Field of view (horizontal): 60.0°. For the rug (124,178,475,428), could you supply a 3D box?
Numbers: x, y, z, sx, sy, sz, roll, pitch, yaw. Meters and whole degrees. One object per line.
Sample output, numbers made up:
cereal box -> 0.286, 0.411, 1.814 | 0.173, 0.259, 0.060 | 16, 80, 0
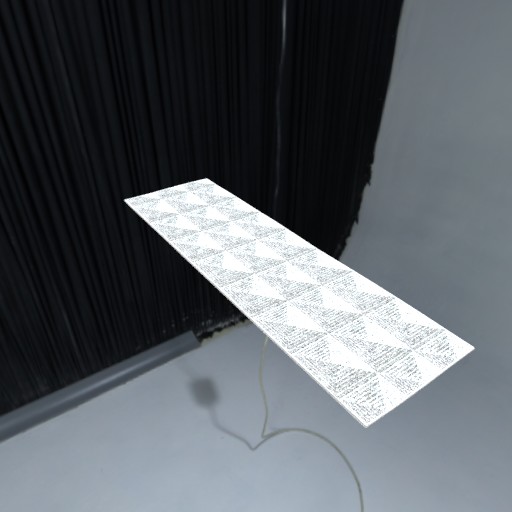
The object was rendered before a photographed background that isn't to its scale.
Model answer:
rug -> 0.000, 0.000, 2.380 | 0.645, 0.015, 2.182 | -21, 38, -29
